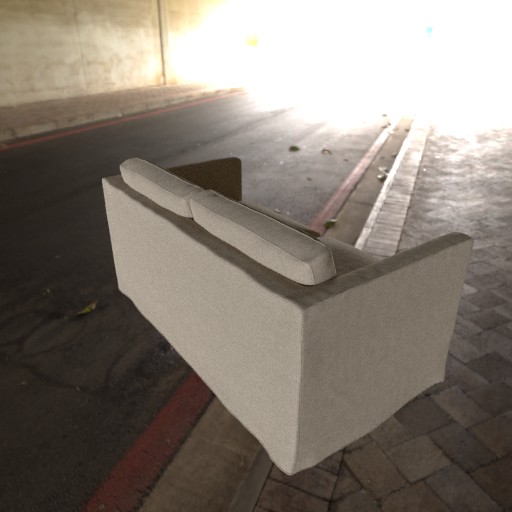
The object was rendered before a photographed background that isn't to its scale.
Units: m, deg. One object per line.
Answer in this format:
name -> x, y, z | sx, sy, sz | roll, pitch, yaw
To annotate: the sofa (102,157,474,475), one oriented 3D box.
sofa -> 0.000, 0.000, 2.268 | 0.956, 0.828, 1.766 | -17, 31, -32
